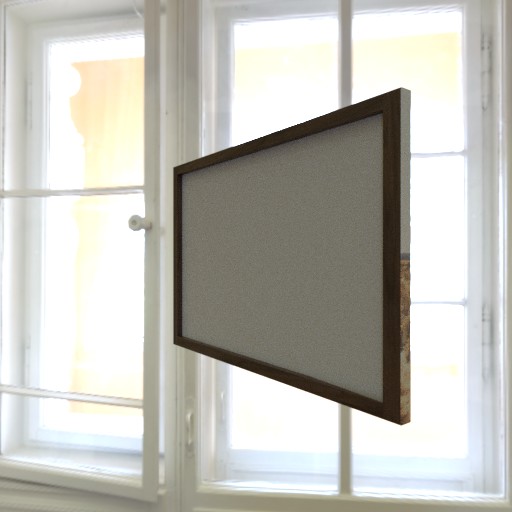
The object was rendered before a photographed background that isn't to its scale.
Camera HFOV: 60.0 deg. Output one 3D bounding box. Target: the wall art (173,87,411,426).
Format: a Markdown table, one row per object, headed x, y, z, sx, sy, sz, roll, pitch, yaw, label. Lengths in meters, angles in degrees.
| x | y | z | sx | sy | sz | roll | pitch | yaw | label |
| --- | --- | --- | --- | --- | --- | --- | --- | --- | --- |
| 0.000 | 0.000 | 1.951 | 0.051 | 1.016 | 1.520 | 0 | 0 | -37 | wall art |
